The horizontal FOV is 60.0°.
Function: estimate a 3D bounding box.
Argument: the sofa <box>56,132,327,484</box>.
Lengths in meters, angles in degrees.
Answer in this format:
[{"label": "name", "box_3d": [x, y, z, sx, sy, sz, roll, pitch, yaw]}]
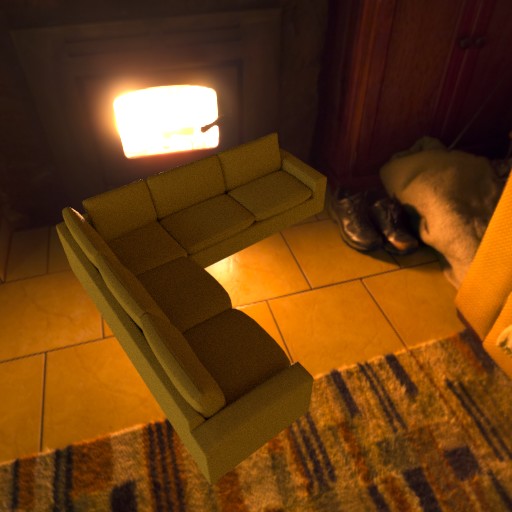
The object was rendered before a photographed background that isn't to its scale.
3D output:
[{"label": "sofa", "box_3d": [0.000, 0.000, 4.094, 2.742, 0.800, 2.622, -27, 49, -26]}]
